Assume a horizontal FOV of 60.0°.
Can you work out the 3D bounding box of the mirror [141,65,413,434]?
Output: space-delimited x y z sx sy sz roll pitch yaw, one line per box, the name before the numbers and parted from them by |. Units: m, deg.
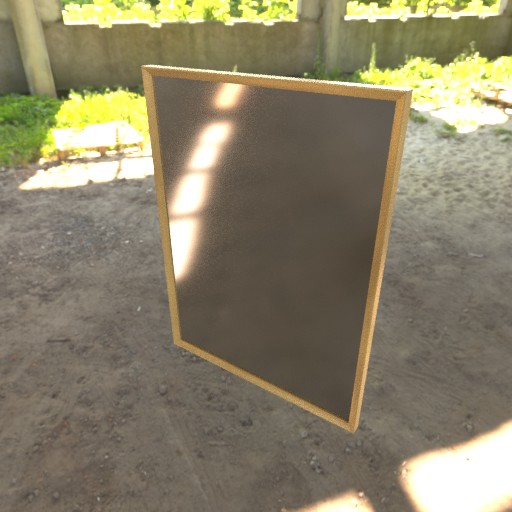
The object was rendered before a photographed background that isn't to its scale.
mirror | 0.000 0.000 1.335 0.762 1.016 0.041 18 34 29
